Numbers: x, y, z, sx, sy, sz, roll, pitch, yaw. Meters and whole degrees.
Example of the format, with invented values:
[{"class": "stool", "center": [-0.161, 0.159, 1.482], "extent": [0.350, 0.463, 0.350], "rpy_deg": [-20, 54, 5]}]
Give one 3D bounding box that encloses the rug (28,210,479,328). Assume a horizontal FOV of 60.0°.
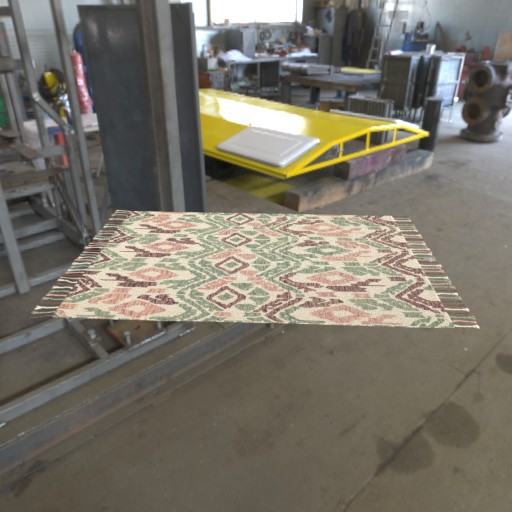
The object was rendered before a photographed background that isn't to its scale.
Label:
[{"class": "rug", "center": [0.000, 0.000, 3.021], "extent": [2.438, 0.011, 1.524], "rpy_deg": [1, 28, 2]}]
